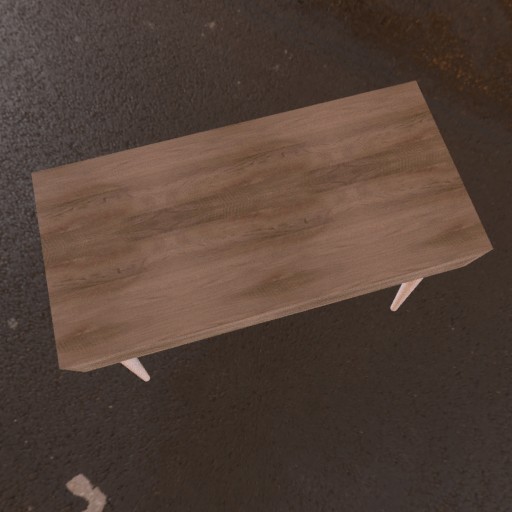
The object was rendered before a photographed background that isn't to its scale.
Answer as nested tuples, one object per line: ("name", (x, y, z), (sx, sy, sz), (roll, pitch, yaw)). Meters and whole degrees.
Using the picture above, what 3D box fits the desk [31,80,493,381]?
("desk", (0.000, 0.000, 1.372), (0.979, 0.723, 0.491), (-15, 73, -5))
